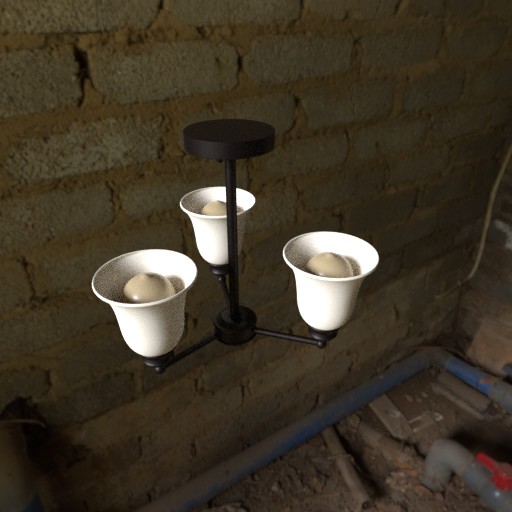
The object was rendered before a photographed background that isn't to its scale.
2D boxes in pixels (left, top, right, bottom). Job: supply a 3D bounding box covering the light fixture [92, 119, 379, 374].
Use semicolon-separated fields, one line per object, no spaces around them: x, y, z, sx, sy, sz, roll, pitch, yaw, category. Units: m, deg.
0.000;0.000;0.664;0.354;0.370;0.388;9;31;15;light fixture
